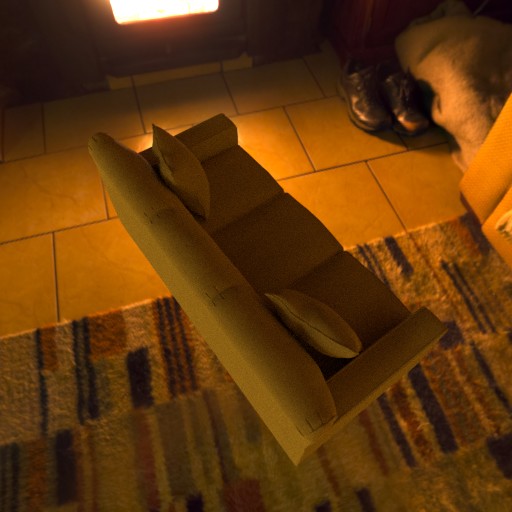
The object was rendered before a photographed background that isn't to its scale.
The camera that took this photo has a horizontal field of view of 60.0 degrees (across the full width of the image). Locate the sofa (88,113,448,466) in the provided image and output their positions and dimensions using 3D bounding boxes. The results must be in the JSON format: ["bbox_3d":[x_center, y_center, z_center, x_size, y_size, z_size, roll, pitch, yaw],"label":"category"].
[{"bbox_3d":[0.000,0.000,2.628,0.997,0.958,2.024,-32,63,-19],"label":"sofa"}]
